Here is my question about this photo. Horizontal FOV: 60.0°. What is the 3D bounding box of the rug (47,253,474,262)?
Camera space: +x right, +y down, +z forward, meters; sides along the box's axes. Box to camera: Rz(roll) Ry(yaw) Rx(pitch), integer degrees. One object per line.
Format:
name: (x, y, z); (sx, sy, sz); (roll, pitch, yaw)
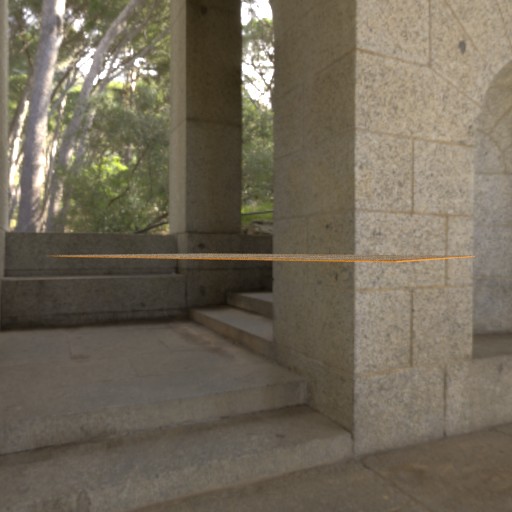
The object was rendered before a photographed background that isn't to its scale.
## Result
rug: (0.000, 0.000, 2.887); (2.336, 0.007, 1.525); (1, 1, 36)
